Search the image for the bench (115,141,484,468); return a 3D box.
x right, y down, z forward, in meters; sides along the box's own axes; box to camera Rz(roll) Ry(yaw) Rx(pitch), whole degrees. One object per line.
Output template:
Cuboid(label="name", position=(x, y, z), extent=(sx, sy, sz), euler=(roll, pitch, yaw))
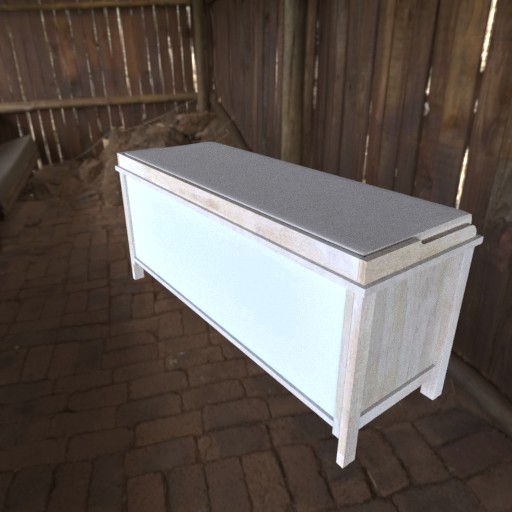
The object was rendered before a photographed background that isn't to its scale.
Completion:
Cuboid(label="bench", position=(0.000, 0.000, 1.368), extent=(0.398, 0.501, 1.140), euler=(-18, 30, -33))
